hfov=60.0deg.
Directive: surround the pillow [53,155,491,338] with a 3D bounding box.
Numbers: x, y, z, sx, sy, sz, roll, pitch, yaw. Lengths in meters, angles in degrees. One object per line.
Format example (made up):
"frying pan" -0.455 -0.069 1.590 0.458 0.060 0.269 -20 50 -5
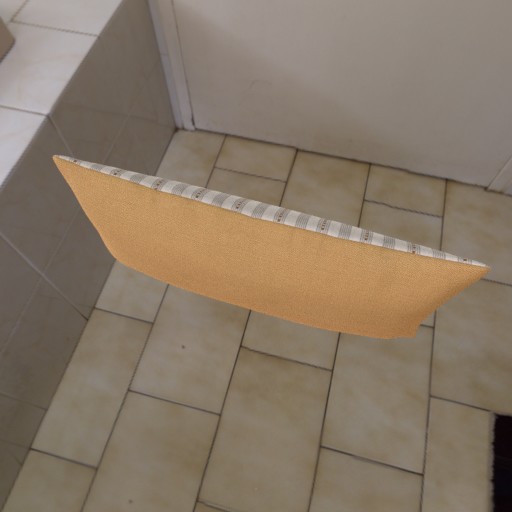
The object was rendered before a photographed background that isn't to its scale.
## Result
"pillow" 0.000 0.000 0.717 0.608 0.291 0.151 15 63 8
